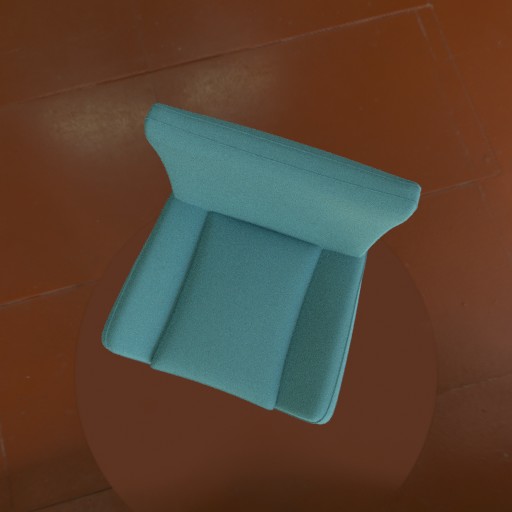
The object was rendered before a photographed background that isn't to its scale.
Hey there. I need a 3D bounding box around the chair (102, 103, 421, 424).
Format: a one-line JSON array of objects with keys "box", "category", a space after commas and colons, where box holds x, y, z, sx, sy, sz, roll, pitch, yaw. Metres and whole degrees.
[{"box": [0.000, 0.000, 1.647, 0.859, 0.855, 1.008, 18, 78, 4], "category": "chair"}]
